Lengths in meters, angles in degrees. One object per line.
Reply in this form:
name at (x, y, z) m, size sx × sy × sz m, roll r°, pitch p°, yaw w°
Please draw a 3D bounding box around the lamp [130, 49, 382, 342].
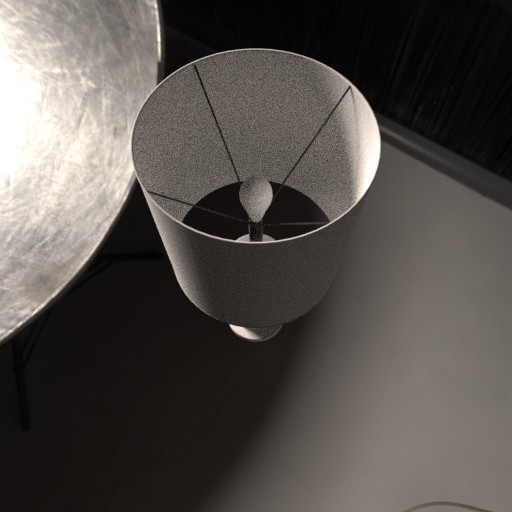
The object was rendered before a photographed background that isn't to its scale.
lamp at (0.000, 0.000, 0.574) m, size 0.208 × 0.455 × 0.208 m, roll 33°, pitch 68°, yaw 15°
